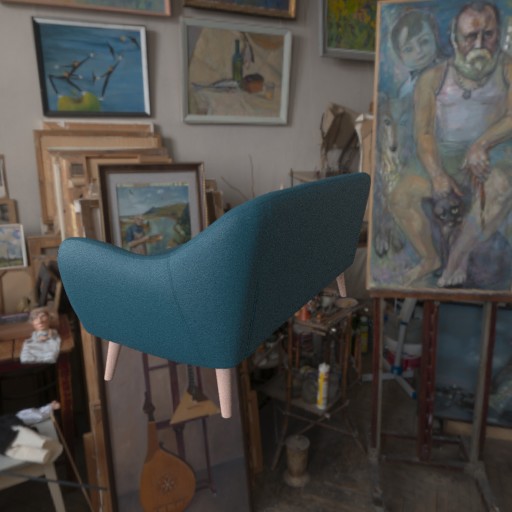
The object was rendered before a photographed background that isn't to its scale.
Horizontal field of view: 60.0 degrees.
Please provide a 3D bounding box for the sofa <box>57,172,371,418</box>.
[{"bbox_3d":[0.000,0.000,2.327,0.820,0.836,1.840,7,16,27],"label":"sofa"}]
